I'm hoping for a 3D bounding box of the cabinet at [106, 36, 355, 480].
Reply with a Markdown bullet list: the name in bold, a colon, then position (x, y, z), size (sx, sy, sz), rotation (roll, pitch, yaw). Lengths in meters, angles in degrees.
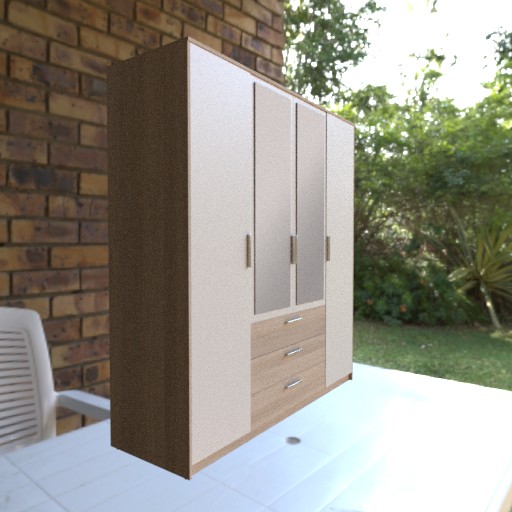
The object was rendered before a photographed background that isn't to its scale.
- **cabinet**: position (0.000, 0.000, 2.977), size (0.620, 2.060, 1.870), rotation (1, 2, 36)
